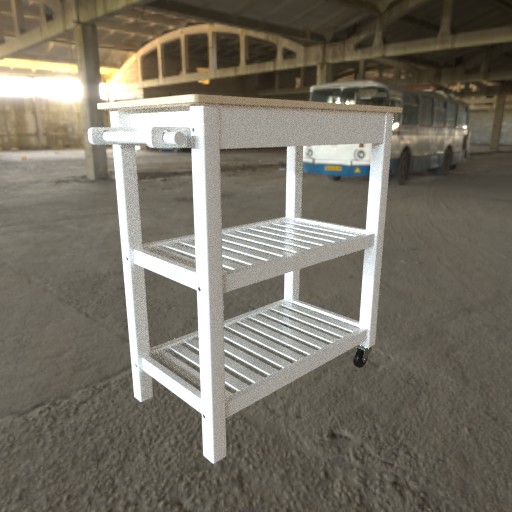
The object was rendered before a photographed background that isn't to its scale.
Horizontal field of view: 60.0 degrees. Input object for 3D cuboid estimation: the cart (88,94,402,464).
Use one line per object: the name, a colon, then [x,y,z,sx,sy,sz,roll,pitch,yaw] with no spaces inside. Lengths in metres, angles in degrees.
cart: [0.000,0.000,1.438,0.899,0.927,0.457,-15,21,-41]
